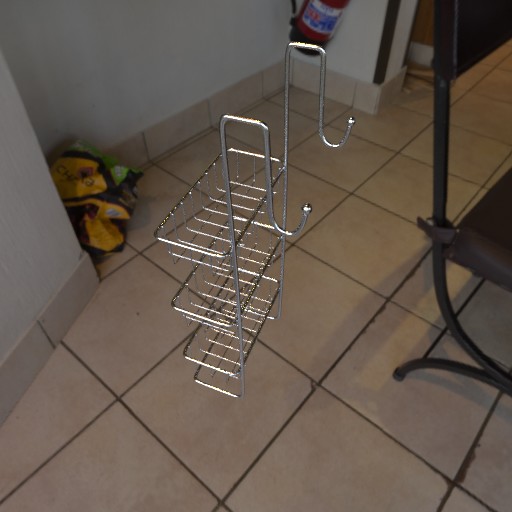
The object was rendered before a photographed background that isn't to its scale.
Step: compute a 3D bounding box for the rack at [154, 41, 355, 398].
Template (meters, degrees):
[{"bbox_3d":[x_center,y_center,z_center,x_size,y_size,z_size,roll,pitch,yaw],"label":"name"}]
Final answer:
[{"bbox_3d":[0.000,0.000,0.686,0.202,0.574,0.228,16,48,15],"label":"rack"}]
